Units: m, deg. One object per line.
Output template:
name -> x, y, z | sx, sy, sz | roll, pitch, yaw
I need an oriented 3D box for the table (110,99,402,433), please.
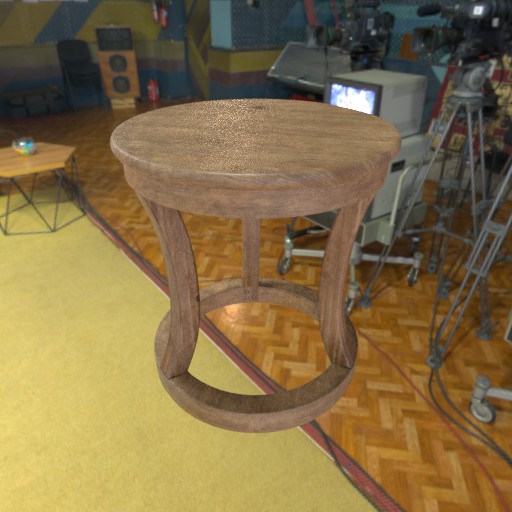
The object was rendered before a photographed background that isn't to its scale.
table -> 0.000, 0.000, 0.793 | 0.432, 0.460, 0.432 | 0, 30, 0
